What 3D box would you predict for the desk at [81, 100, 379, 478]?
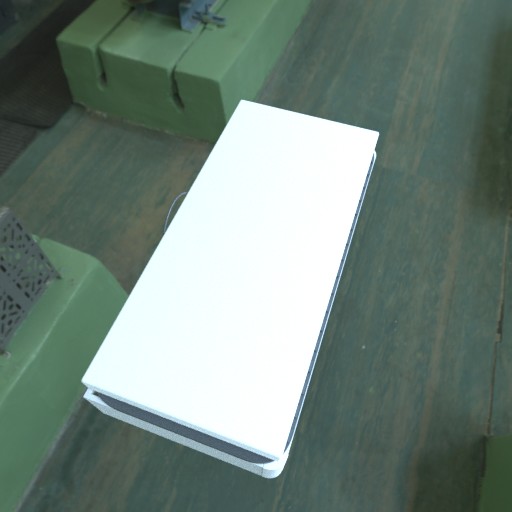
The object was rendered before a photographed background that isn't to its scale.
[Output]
[{"bbox_3d":[0.000,0.000,2.335,0.900,0.526,1.900,17,59,10],"label":"desk"}]
